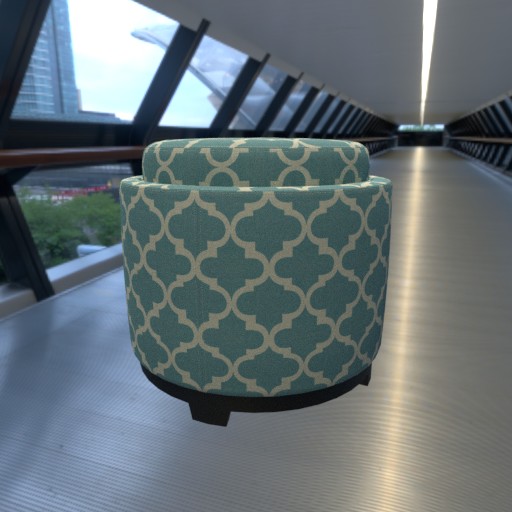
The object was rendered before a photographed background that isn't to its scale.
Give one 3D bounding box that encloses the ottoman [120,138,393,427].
[{"bbox_3d":[0.000,0.000,0.835,0.480,0.429,0.480,0,14,0],"label":"ottoman"}]
